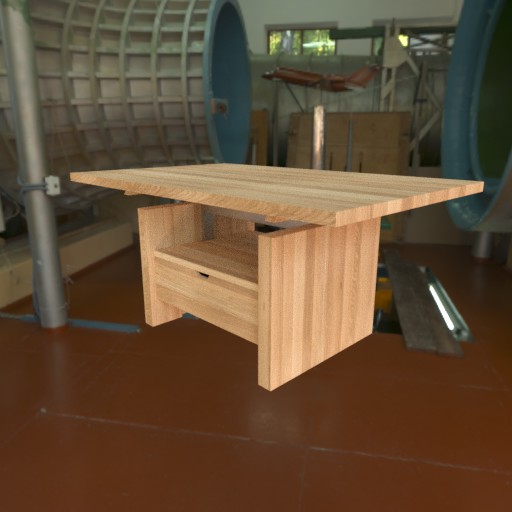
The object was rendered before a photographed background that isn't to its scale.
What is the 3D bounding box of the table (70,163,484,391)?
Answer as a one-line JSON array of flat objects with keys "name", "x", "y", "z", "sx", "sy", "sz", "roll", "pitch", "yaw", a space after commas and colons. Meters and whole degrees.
[{"name": "table", "x": 0.000, "y": 0.000, "z": 1.442, "sx": 0.700, "sy": 0.510, "sz": 1.100, "roll": -15, "pitch": 21, "yaw": -43}]
